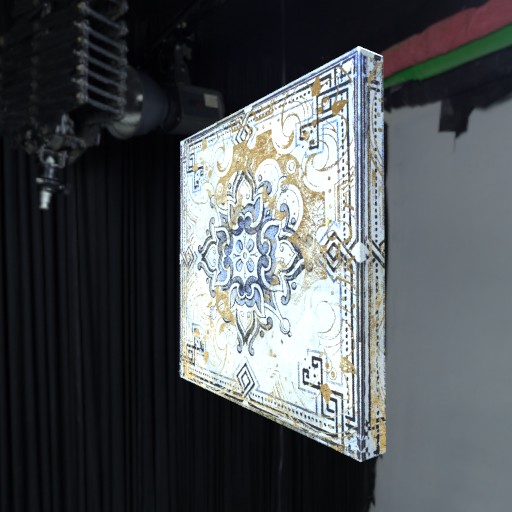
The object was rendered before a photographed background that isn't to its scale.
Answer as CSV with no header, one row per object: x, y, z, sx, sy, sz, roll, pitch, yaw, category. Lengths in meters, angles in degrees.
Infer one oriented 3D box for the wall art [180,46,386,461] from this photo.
0.000,0.000,0.615,0.038,0.410,0.411,1,-2,-35,wall art
